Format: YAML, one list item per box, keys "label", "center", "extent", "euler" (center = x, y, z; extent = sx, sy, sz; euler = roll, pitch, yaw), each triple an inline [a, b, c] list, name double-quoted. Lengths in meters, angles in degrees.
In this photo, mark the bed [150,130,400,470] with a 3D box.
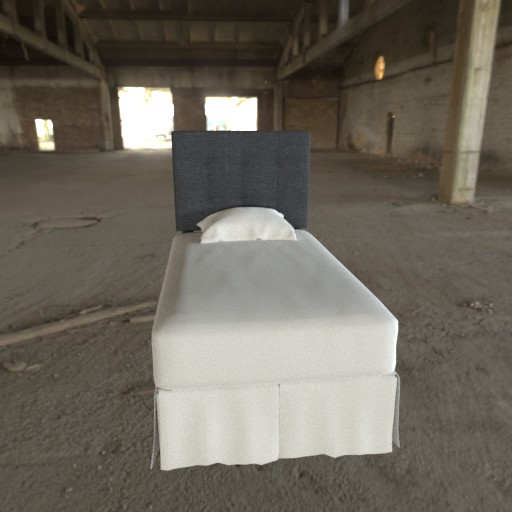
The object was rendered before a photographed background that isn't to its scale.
- label: "bed"
  center: [0.000, 0.000, 2.908]
  extent: [1.261, 1.571, 1.997]
  euler: [-2, 16, -7]
